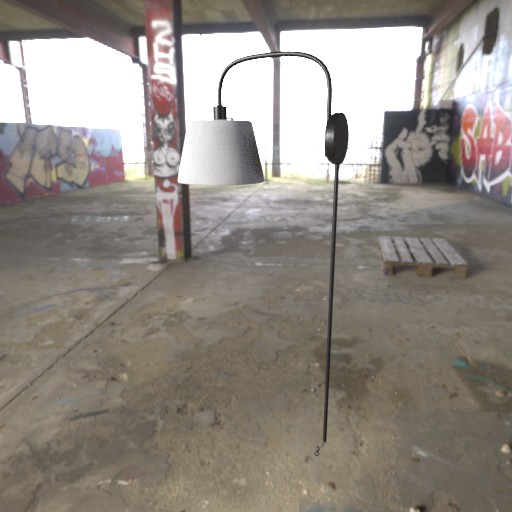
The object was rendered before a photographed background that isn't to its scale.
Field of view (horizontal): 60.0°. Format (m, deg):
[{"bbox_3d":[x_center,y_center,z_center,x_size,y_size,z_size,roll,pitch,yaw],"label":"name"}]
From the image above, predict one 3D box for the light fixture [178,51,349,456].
[{"bbox_3d":[0.000,0.000,0.473,0.176,0.399,0.092,8,16,27],"label":"light fixture"}]
